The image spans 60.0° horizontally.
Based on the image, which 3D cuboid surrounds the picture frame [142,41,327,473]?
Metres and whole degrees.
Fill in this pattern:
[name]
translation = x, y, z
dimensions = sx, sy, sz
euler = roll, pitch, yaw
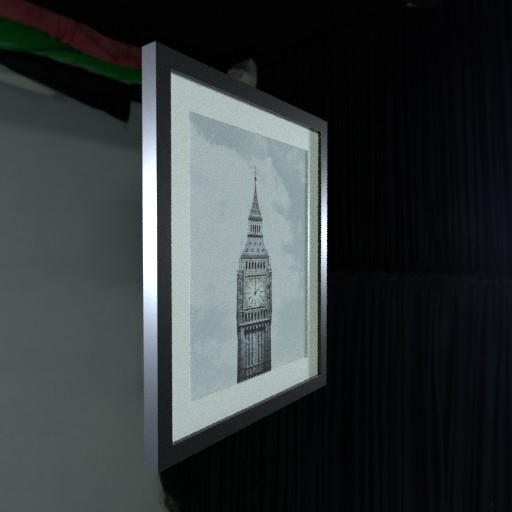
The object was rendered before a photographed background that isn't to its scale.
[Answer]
[picture frame]
translation = 0.000, 0.000, 0.763
dimensions = 0.028, 0.556, 0.460
euler = 1, 2, 37
